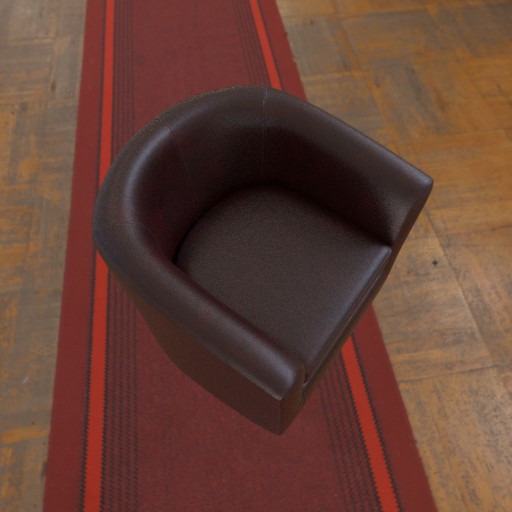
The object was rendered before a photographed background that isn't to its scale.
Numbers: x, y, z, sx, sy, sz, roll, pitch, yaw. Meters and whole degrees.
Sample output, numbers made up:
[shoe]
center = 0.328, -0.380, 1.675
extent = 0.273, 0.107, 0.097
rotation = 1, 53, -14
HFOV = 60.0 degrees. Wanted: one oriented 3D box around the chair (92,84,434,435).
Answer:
[chair]
center = 0.000, 0.000, 1.411
extent = 0.727, 0.756, 0.792
rotation = 32, 62, 19
